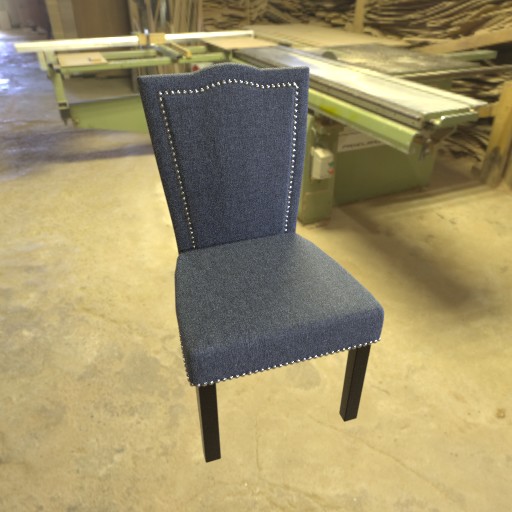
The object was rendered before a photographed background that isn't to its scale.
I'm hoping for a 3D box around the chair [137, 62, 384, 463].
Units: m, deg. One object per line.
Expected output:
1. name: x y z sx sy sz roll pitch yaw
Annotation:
1. chair: 0.000 0.000 1.261 0.518 0.946 0.589 -10 33 -15
